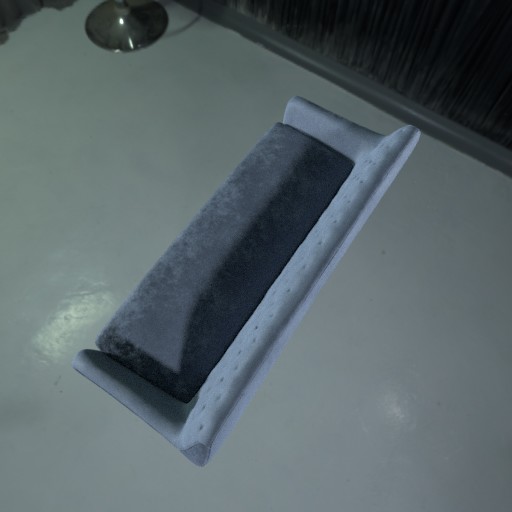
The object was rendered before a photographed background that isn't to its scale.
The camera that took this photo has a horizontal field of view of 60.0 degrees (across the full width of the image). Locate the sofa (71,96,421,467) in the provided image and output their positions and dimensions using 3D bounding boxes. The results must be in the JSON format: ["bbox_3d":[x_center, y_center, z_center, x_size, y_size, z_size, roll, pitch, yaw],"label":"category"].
[{"bbox_3d":[0.000,0.000,2.401,0.841,0.832,1.975,31,69,13],"label":"sofa"}]
